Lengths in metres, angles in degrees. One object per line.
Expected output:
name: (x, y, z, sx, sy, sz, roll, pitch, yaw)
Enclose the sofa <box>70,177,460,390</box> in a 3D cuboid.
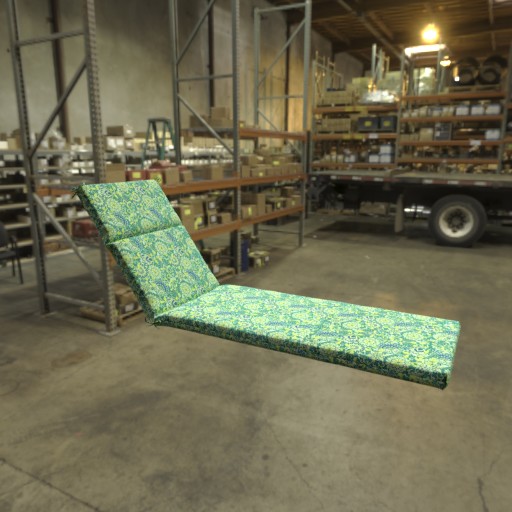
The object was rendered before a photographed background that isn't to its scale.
sofa: (0.000, 0.000, 1.947, 1.663, 0.622, 0.582, 7, 15, 27)
